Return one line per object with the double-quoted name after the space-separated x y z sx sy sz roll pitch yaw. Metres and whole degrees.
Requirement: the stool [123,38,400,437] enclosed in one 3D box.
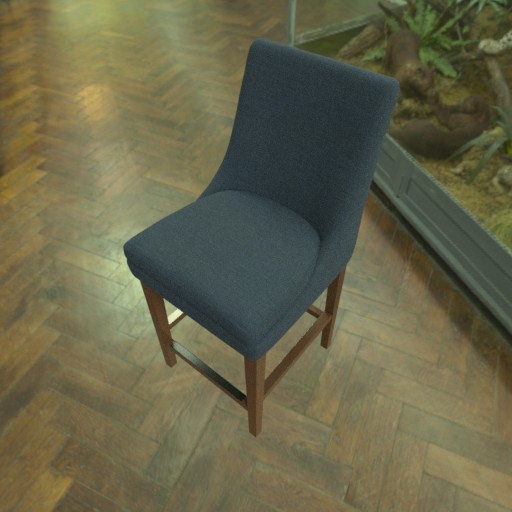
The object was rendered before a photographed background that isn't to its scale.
0.000 0.000 1.284 0.470 0.981 0.577 31 53 26 "stool"
